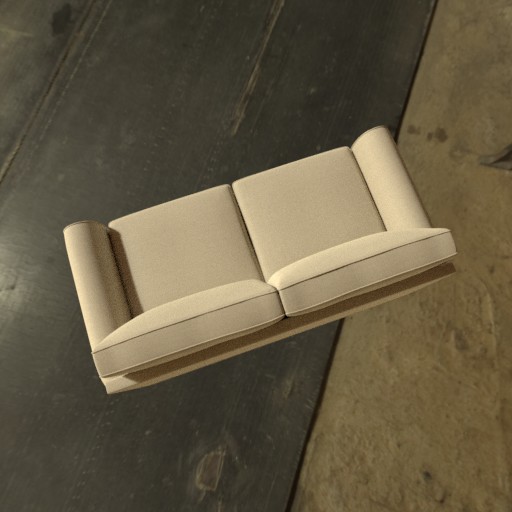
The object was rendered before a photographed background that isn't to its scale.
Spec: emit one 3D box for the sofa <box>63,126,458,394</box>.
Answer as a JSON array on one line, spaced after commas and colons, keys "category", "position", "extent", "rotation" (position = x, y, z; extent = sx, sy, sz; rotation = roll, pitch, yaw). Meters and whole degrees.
[{"category": "sofa", "position": [0.000, 0.000, 2.289], "extent": [1.774, 0.933, 0.861], "rotation": [-18, 77, -4]}]
